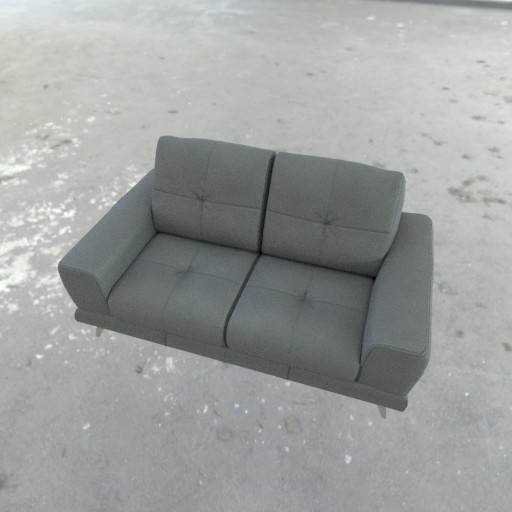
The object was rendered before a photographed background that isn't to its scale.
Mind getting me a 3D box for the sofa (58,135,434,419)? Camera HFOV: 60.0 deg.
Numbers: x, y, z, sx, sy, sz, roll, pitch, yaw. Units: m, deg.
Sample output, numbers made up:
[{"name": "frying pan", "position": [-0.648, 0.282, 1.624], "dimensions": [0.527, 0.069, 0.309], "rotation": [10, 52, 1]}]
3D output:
[{"name": "sofa", "position": [0.000, 0.000, 2.377], "dimensions": [1.806, 0.907, 1.018], "rotation": [12, 43, 13]}]
